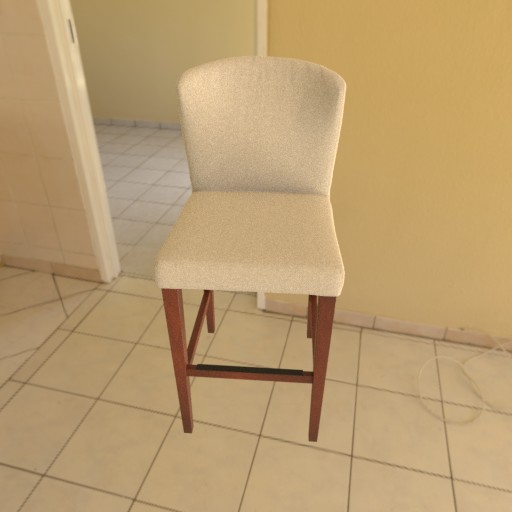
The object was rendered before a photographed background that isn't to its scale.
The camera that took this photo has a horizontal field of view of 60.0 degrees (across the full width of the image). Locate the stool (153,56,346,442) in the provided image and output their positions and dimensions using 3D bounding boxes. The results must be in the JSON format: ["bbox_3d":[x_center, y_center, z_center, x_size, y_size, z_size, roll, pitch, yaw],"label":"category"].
[{"bbox_3d":[0.000,0.000,1.372,0.479,1.069,0.568,2,32,4],"label":"stool"}]
